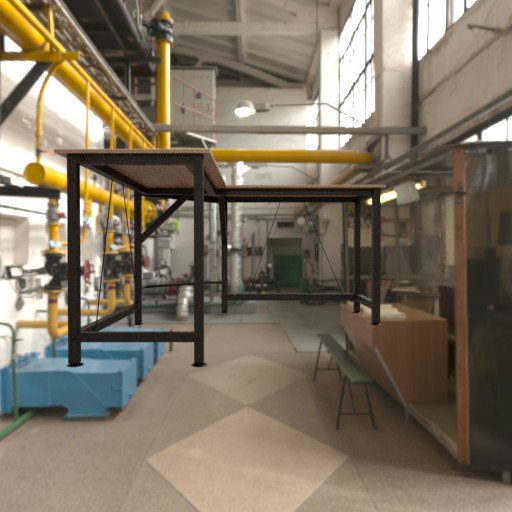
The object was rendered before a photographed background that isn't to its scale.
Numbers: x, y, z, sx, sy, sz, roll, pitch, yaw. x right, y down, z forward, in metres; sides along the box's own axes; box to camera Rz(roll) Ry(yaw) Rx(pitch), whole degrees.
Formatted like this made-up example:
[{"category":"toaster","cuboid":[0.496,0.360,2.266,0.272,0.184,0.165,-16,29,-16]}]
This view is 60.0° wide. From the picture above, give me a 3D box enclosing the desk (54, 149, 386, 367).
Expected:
[{"category":"desk","cuboid":[0.000,0.000,2.239,1.400,0.762,1.400,0,1,0]}]
